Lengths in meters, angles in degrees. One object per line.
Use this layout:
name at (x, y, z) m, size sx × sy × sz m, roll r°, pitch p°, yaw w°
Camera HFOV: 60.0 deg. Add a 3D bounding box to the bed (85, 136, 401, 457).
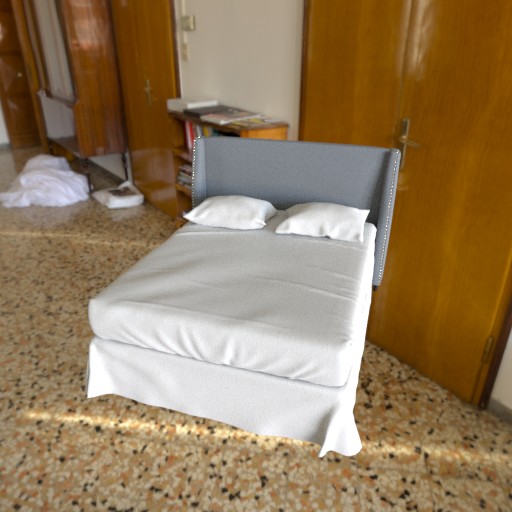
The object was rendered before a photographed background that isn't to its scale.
bed at (0.000, 0.000, 3.409) m, size 1.925 × 1.332 × 2.276 m, roll 8°, pitch 27°, yaw 16°
